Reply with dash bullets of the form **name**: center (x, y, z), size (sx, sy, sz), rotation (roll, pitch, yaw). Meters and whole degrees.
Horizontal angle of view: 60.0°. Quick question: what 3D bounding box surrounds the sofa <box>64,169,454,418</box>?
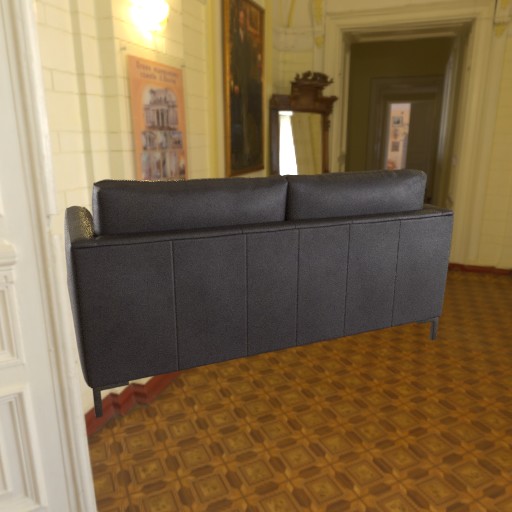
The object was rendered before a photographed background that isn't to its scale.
- **sofa**: center (0.000, 0.000, 2.275), size (1.805, 0.883, 0.947), rotation (-7, 16, -25)
